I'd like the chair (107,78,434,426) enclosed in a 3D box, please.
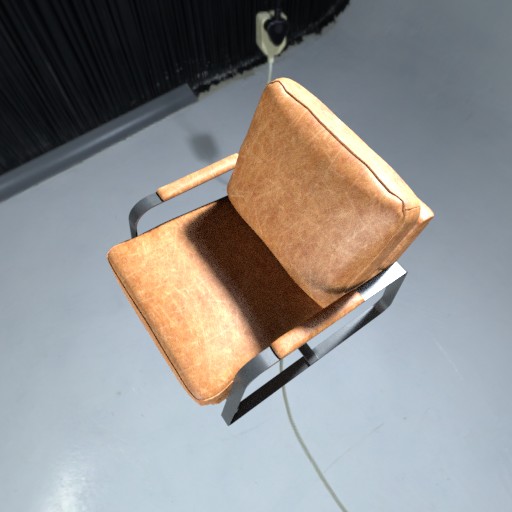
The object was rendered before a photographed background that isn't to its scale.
[{"bbox_3d":[0.000,0.000,1.397,0.801,0.777,0.651,-32,67,-15],"label":"chair"}]
